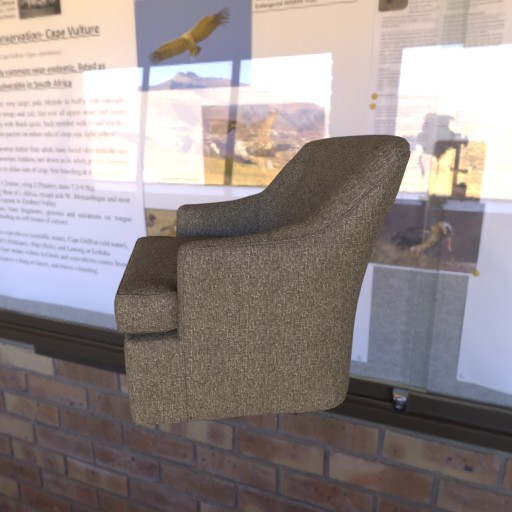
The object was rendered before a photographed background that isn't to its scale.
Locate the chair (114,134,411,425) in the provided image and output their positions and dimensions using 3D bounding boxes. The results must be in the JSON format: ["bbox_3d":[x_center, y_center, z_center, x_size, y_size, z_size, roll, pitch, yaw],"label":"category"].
[{"bbox_3d":[0.000,0.000,1.618,0.923,0.856,0.864,-3,15,-10],"label":"chair"}]
